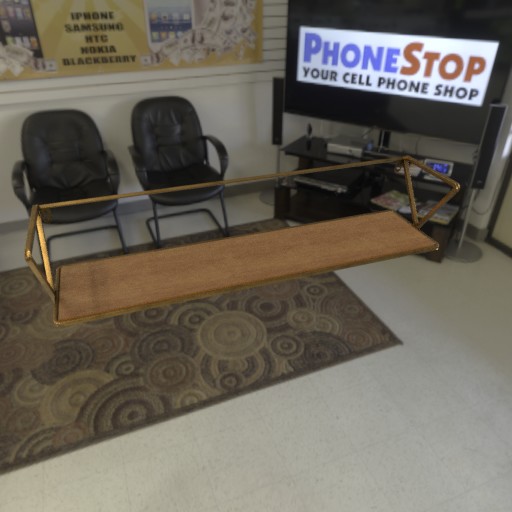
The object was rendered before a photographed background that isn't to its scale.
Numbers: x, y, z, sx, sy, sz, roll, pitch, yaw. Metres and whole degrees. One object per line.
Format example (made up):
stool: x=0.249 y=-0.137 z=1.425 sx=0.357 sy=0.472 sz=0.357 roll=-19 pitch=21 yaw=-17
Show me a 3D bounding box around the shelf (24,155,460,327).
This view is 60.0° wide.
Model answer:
shelf: x=0.000 y=0.000 z=0.745 sx=0.645 sy=0.229 sz=0.150 roll=-10 pitch=34 yaw=-16
